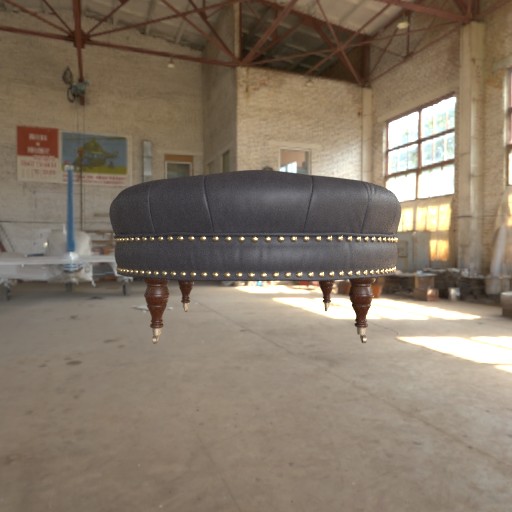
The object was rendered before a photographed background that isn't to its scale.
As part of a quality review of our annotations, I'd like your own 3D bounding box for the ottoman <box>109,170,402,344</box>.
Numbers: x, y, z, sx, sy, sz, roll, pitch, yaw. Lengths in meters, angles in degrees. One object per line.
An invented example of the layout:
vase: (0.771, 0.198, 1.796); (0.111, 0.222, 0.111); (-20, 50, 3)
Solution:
ottoman: (0.000, 0.000, 1.408); (0.901, 0.439, 0.901); (0, 1, 0)
